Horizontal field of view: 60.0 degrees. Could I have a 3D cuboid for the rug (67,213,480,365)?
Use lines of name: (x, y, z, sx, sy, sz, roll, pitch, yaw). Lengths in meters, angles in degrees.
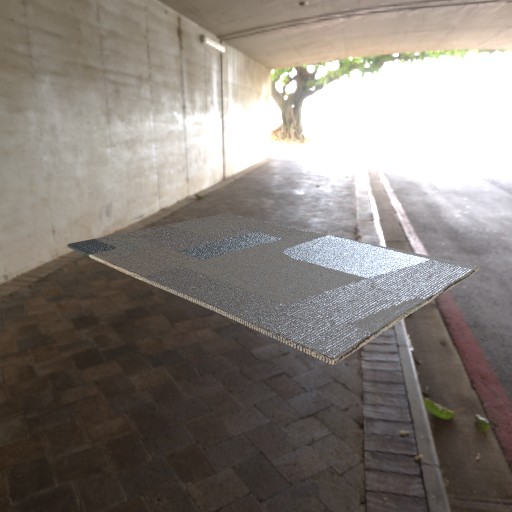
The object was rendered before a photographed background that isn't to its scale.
rug: (0.000, 0.000, 2.354, 1.847, 0.020, 1.238, 16, 23, 42)
